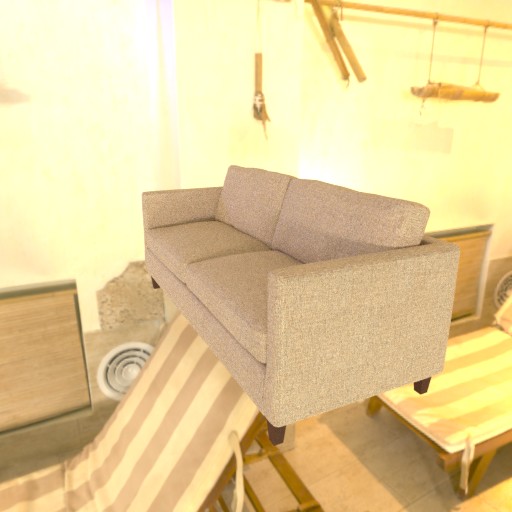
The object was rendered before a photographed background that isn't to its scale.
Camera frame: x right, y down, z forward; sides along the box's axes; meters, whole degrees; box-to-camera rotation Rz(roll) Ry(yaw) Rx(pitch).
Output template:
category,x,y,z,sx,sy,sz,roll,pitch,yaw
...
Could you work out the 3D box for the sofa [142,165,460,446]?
category,x,y,z,sx,sy,sz,roll,pitch,yaw
sofa,0.000,0.000,2.745,0.951,0.965,2.208,-8,19,-25
